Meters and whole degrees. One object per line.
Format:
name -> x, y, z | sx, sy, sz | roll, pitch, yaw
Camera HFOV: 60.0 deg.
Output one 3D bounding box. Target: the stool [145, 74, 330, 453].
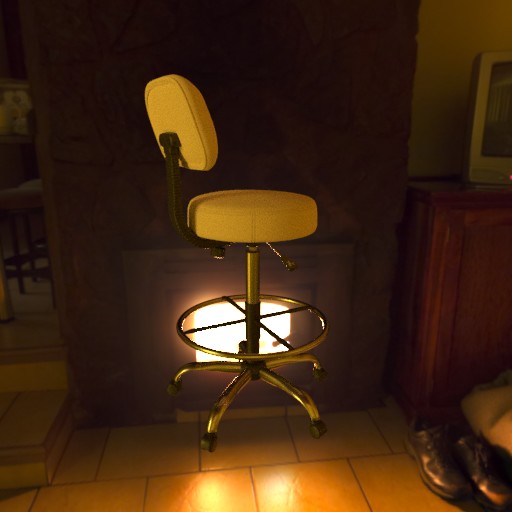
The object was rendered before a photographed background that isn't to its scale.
stool -> 0.000, 0.000, 1.477 | 0.616, 1.080, 0.609 | -8, 17, -26
